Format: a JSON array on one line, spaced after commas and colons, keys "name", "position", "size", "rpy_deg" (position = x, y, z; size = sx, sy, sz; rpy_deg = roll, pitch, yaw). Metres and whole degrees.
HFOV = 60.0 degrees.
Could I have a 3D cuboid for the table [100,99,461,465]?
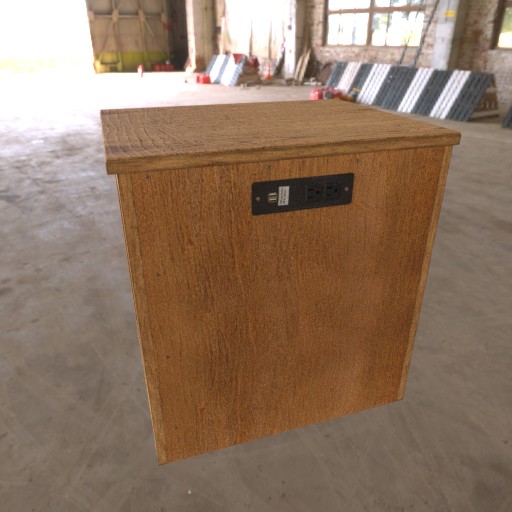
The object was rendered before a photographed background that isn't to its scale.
[{"name": "table", "position": [0.000, 0.000, 1.041], "size": [0.601, 0.625, 0.494], "rpy_deg": [-8, 28, -16]}]
